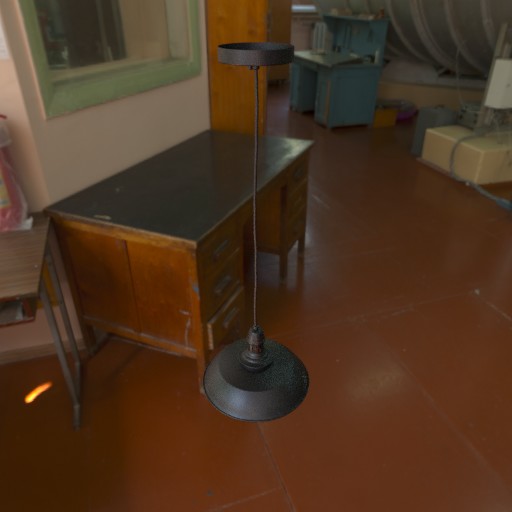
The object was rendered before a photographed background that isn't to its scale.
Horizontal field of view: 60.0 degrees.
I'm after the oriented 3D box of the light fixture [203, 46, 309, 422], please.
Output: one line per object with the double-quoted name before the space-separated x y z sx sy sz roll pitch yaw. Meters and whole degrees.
"light fixture" 0.000 0.000 1.155 0.331 0.993 0.331 8 32 13
